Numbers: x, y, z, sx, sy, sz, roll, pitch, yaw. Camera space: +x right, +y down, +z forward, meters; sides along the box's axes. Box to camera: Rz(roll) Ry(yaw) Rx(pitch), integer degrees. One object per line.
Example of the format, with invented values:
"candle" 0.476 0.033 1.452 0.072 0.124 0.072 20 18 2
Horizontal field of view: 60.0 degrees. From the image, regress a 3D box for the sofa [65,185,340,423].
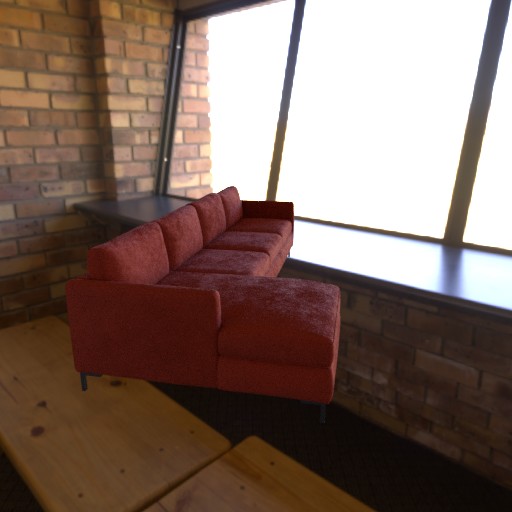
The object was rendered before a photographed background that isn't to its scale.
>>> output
"sofa" 0.000 0.000 2.913 1.136 0.663 2.467 3 16 11
